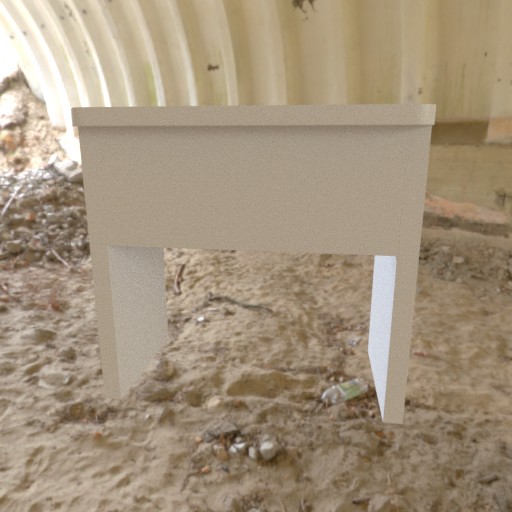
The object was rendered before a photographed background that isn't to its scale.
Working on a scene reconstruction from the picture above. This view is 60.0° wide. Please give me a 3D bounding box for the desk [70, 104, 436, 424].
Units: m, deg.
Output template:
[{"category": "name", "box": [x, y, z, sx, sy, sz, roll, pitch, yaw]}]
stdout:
[{"category": "desk", "box": [0.000, 0.000, 1.224, 0.790, 0.760, 0.446, 2, 15, 8]}]
